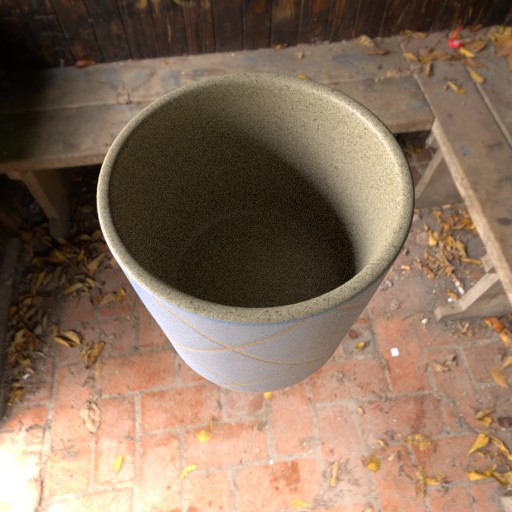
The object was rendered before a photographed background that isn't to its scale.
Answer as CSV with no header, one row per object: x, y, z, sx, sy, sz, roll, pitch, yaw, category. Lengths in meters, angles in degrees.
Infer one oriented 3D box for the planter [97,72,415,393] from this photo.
0.000,0.000,0.421,0.227,0.235,0.227,0,60,0,planter
